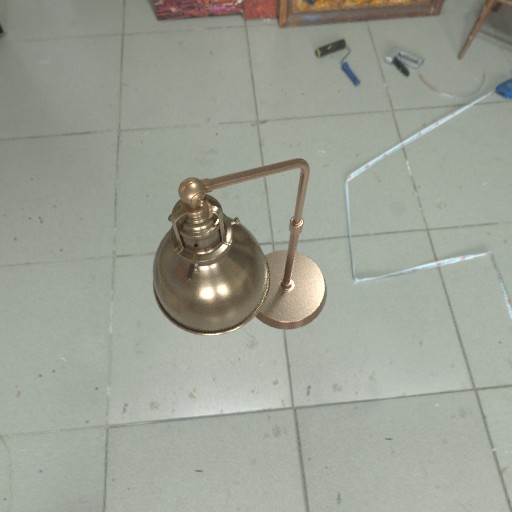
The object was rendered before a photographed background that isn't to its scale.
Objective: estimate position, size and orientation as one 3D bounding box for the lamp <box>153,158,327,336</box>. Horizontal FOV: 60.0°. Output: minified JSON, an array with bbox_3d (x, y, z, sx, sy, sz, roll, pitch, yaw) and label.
[{"bbox_3d":[0.000,0.000,0.596,0.286,0.456,0.153,-32,69,-14],"label":"lamp"}]
